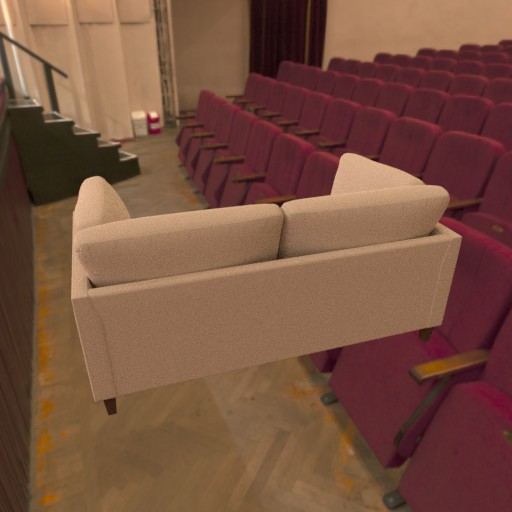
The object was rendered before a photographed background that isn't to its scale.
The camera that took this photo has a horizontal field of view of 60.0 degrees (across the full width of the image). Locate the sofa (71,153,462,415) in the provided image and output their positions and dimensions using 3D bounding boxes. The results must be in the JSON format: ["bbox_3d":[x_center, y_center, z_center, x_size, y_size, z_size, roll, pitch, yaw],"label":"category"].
[{"bbox_3d":[0.000,0.000,2.339,1.776,0.836,0.970,-9,29,-16],"label":"sofa"}]
